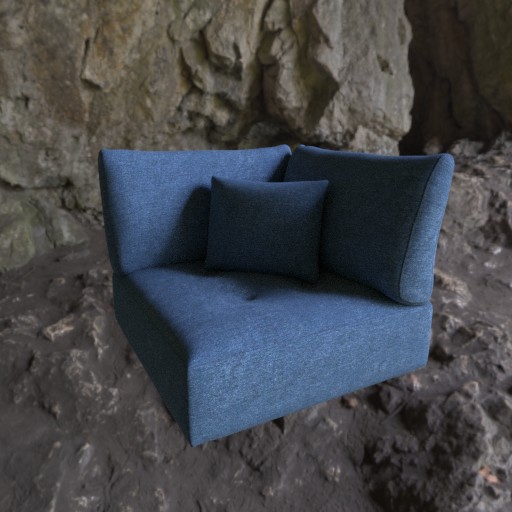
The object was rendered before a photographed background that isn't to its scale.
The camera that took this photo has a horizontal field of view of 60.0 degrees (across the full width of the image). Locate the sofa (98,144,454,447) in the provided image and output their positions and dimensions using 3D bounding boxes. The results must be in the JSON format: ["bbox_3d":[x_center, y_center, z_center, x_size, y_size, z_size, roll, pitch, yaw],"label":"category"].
[{"bbox_3d":[0.000,0.000,1.758,1.000,0.820,1.000,-9,18,-28],"label":"sofa"}]
